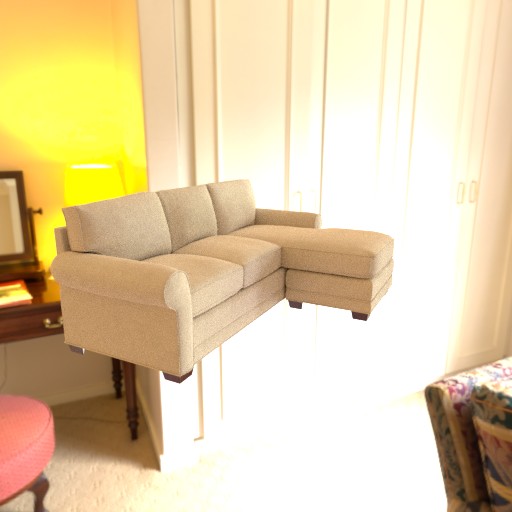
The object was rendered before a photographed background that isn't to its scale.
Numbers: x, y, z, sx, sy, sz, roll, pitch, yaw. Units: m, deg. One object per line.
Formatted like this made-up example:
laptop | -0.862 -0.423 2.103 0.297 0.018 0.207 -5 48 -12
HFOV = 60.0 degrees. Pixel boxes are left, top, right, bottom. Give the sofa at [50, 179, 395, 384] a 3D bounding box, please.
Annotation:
sofa | 0.000 0.000 2.465 1.226 0.734 1.770 7 16 27
